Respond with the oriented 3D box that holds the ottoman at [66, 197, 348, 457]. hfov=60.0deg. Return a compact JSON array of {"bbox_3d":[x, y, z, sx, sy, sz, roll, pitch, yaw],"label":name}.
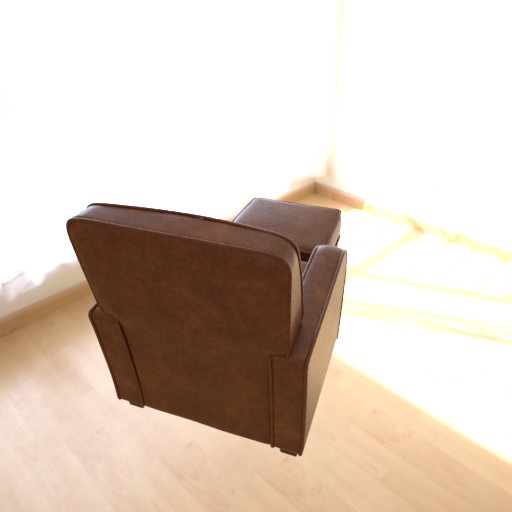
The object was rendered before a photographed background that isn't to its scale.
[{"bbox_3d":[0.000,0.000,1.829,0.732,0.904,1.314,11,33,17],"label":"ottoman"}]
